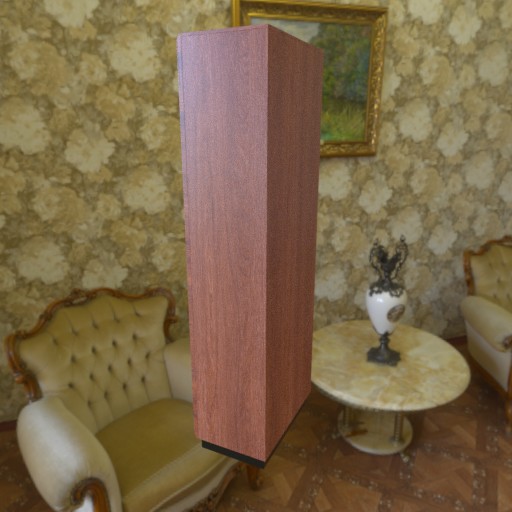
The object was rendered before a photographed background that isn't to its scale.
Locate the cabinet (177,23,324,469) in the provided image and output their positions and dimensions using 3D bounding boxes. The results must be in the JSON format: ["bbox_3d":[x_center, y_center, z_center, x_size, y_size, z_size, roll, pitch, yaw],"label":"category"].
[{"bbox_3d":[0.000,0.000,2.257,0.420,1.980,0.660,8,18,25],"label":"cabinet"}]
